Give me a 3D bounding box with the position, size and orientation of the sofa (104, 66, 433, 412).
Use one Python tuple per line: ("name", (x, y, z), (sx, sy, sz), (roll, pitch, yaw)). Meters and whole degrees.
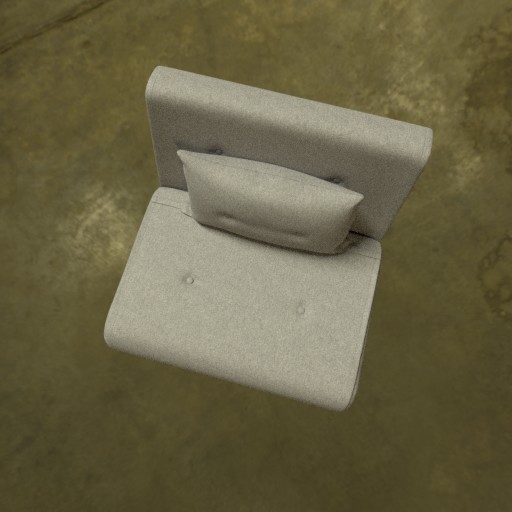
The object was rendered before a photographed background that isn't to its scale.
("sofa", (0.000, 0.000, 1.783), (1.020, 0.825, 1.000), (14, 76, 4))
